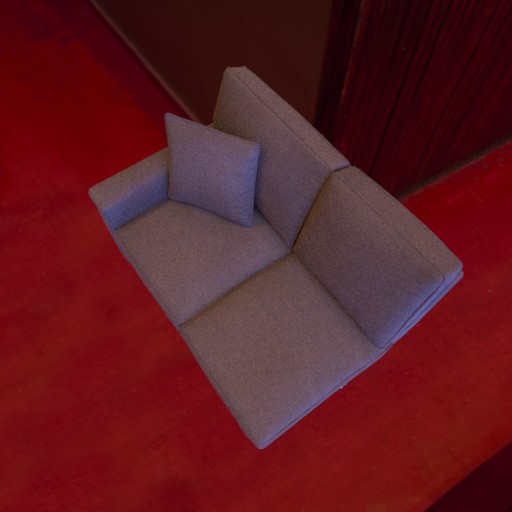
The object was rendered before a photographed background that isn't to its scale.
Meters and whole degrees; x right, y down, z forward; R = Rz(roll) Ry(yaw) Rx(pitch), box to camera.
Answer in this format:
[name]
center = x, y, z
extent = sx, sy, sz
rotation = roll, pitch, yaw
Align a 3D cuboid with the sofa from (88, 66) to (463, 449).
[sofa]
center = 0.000, 0.000, 2.084
extent = 0.991, 0.989, 1.388
rotation = -33, 67, -16
